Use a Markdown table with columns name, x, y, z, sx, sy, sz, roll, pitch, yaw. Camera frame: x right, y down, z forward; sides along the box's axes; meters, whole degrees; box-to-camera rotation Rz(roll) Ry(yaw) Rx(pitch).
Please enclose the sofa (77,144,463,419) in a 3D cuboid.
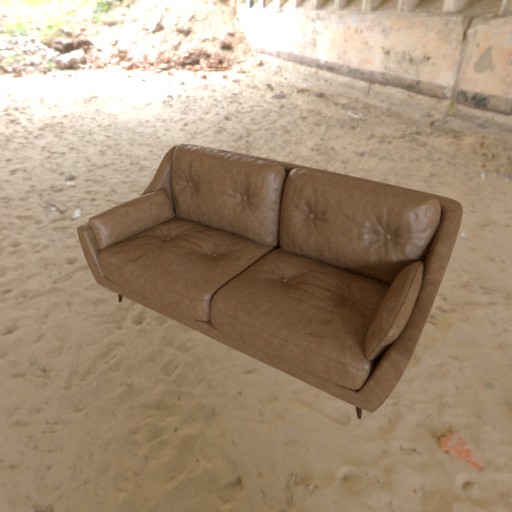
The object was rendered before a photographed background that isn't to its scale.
| name | x | y | z | sx | sy | sz | roll | pitch | yaw |
| --- | --- | --- | --- | --- | --- | --- | --- | --- | --- |
| sofa | 0.000 | 0.000 | 2.393 | 1.902 | 0.839 | 0.904 | 19 | 35 | 29 |
